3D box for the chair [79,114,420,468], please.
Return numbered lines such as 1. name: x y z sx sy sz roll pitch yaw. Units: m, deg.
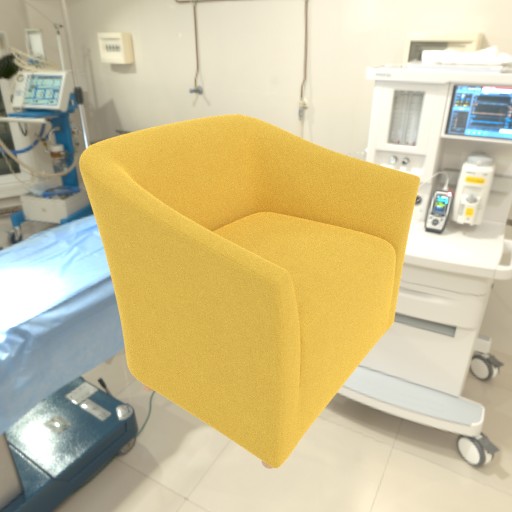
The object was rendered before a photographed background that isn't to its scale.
1. chair: 0.000 0.000 1.353 0.700 0.720 0.790 18 32 32
